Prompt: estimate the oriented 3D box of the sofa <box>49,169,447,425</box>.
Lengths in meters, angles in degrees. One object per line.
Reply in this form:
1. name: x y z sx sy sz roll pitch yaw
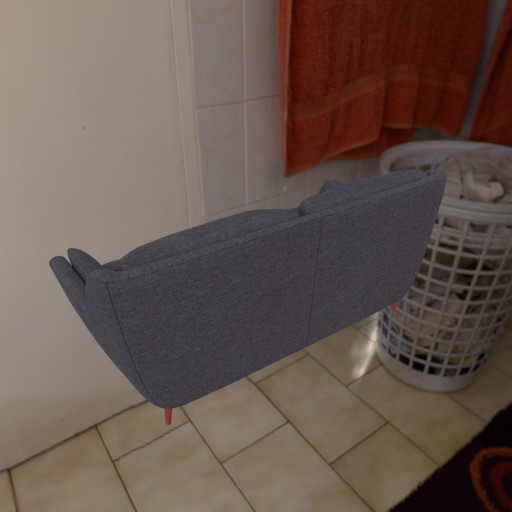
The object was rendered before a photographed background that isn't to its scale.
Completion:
1. sofa: 0.000 0.000 2.403 1.929 0.896 0.975 -19 36 -28
